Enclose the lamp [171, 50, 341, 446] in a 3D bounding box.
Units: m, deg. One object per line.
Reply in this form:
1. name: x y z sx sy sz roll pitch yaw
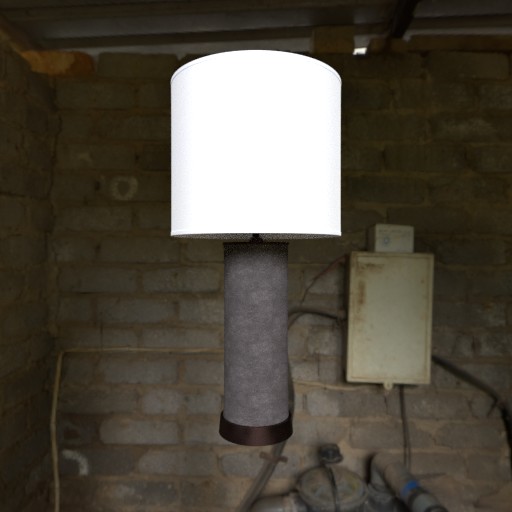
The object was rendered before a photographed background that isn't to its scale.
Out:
1. lamp: 0.000 0.000 0.799 0.301 0.630 0.301 0 1 -37
